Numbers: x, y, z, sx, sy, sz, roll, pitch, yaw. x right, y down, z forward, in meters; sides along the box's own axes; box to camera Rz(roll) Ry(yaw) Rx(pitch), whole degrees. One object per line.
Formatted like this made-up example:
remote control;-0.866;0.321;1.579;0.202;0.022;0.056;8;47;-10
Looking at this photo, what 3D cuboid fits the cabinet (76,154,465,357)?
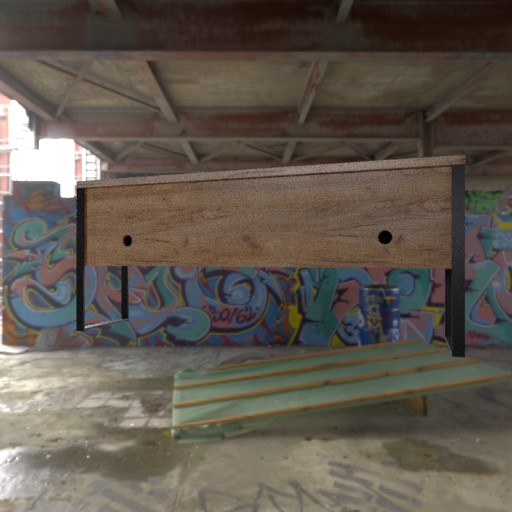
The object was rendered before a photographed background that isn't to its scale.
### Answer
cabinet;0.000;0.000;2.147;1.800;0.762;0.395;0;0;19
